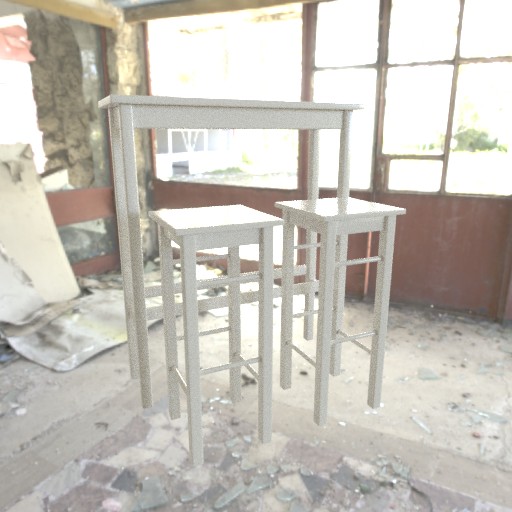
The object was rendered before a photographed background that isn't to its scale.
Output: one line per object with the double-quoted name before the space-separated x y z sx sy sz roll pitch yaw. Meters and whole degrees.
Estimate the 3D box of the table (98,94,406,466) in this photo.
"table" 0.000 0.000 1.594 0.915 1.065 0.650 -7 17 -24
